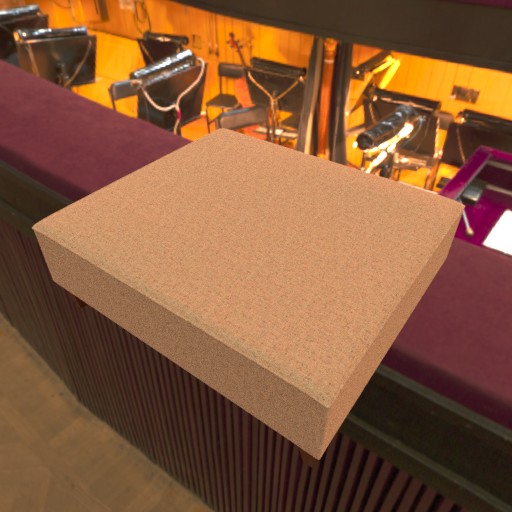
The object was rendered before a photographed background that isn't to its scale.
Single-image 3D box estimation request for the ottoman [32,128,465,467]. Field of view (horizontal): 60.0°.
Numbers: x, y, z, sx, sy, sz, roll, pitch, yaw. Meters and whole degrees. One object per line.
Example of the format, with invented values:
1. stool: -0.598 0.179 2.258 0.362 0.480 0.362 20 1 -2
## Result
1. ottoman: 0.000 0.000 1.211 0.835 0.303 0.736 25 46 27
